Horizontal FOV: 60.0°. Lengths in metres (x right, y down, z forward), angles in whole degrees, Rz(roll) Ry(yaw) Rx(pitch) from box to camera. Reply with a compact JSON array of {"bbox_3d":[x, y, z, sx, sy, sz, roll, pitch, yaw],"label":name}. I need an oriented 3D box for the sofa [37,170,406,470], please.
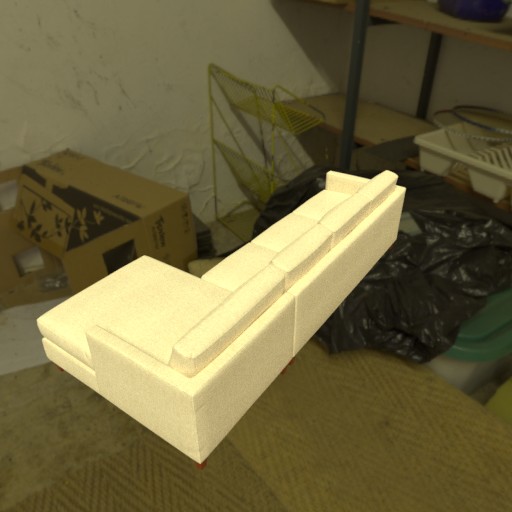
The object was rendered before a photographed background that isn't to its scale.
[{"bbox_3d":[0.000,0.000,4.099,1.603,0.954,3.471,20,37,29],"label":"sofa"}]
